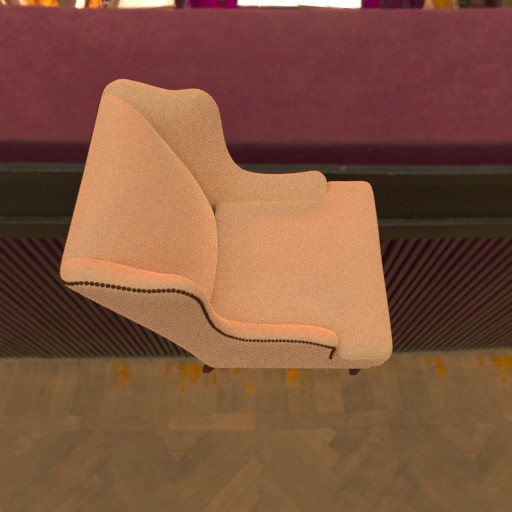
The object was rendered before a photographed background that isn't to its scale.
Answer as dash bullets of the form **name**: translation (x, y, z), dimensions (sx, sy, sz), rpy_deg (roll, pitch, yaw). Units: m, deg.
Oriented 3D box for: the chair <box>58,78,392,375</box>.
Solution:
- **chair**: translation (0.000, 0.000, 1.615), dimensions (0.940, 1.029, 0.737), rpy_deg (1, 63, 0)
